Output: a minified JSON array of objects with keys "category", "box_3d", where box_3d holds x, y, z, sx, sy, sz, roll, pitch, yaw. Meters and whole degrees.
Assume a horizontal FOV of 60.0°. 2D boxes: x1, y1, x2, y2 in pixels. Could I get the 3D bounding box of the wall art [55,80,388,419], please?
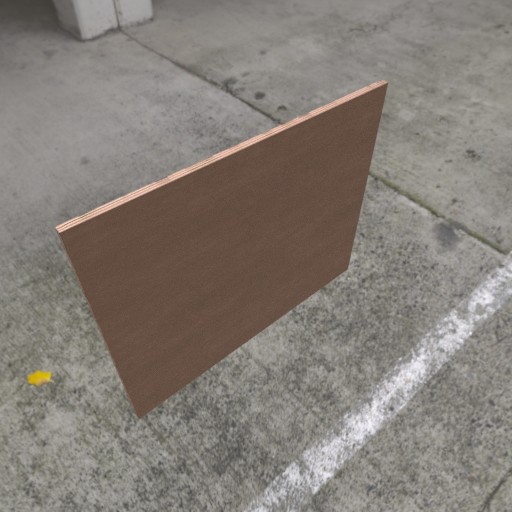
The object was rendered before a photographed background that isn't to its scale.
[{"category":"wall art","box_3d":[0.000,0.000,0.690,0.508,0.408,0.012,-31,53,-27]}]
